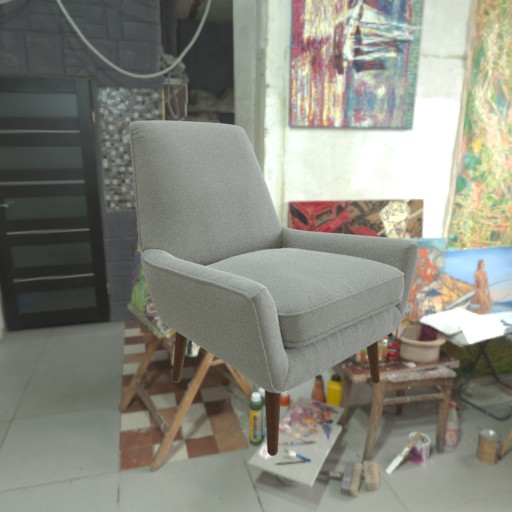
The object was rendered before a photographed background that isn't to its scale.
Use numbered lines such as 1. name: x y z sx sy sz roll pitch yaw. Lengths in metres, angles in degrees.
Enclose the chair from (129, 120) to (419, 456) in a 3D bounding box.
1. chair: 0.000 0.000 1.485 0.787 0.888 0.822 -13 19 -43
